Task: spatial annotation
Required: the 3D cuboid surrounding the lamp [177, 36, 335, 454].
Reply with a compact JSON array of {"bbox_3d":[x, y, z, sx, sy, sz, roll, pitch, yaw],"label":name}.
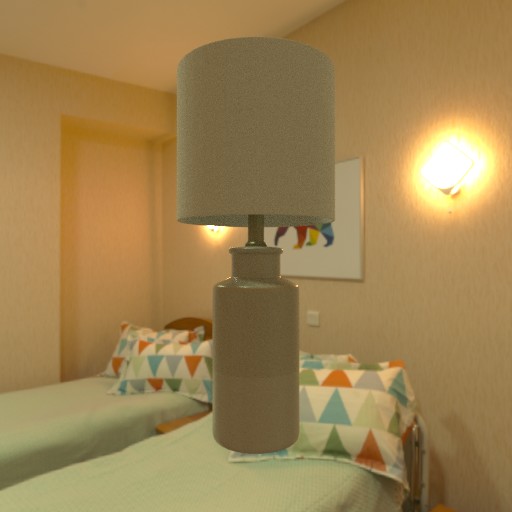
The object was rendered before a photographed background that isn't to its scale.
[{"bbox_3d":[0.000,0.000,0.603,0.212,0.493,0.212,0,0,18],"label":"lamp"}]
